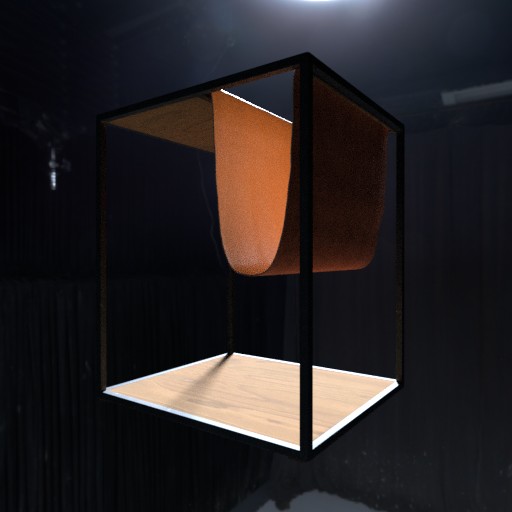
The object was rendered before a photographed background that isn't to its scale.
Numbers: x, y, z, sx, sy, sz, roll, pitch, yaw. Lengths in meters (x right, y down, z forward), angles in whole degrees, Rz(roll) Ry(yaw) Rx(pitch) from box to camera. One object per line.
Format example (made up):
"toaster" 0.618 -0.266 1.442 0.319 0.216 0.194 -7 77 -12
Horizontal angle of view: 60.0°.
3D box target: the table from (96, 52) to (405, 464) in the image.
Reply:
"table" 0.000 0.000 0.861 0.450 0.536 0.399 0 0 36
